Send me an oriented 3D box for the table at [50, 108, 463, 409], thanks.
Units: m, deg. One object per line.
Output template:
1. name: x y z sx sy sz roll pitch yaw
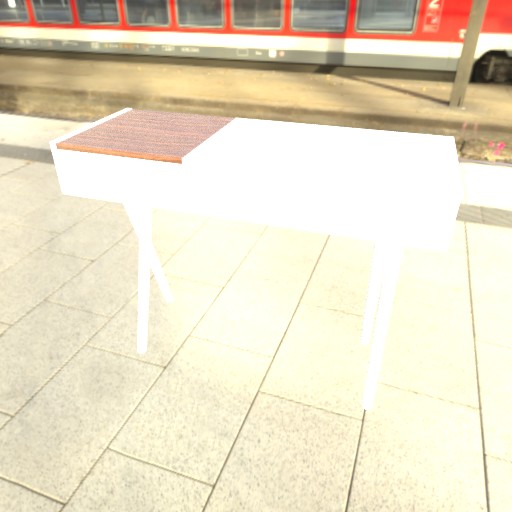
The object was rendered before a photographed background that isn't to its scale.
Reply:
1. table: 0.000 0.000 1.462 1.066 0.785 0.418 10 33 15
